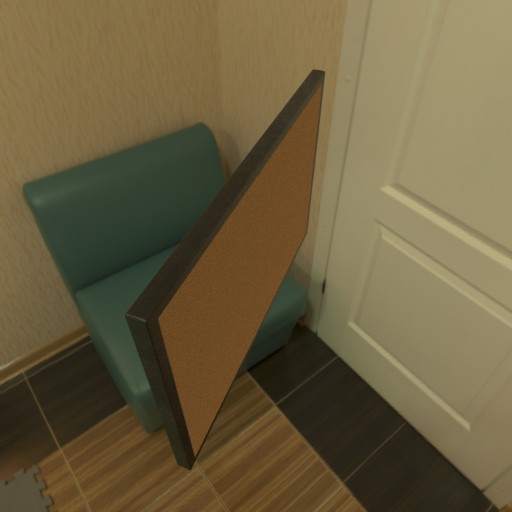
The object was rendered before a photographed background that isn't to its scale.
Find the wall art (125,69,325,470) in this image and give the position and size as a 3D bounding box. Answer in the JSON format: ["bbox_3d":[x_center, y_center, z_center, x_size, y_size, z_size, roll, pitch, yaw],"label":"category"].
[{"bbox_3d":[0.000,0.000,1.150,0.038,0.612,0.912,17,48,15],"label":"wall art"}]
